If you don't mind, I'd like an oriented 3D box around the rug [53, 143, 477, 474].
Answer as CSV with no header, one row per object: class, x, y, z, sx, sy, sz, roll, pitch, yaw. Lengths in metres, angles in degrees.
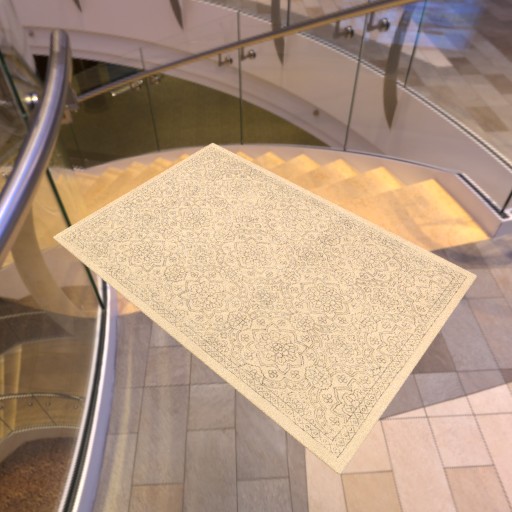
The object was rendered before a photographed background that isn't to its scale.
rug,0.000,0.000,2.277,1.829,0.010,1.219,32,54,27
